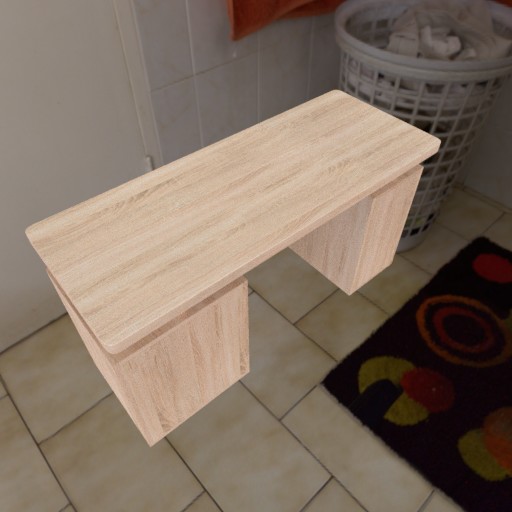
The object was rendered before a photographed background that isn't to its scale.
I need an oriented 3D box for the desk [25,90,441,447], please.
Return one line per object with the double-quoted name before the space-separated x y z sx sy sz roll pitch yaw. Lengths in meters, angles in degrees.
"desk" 0.000 0.000 1.793 1.400 0.760 0.550 -32 55 -26
